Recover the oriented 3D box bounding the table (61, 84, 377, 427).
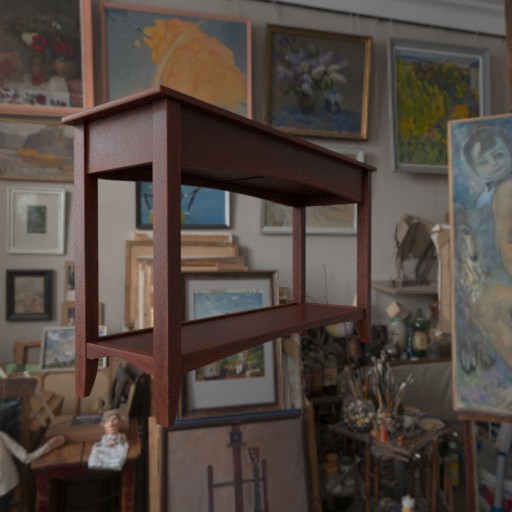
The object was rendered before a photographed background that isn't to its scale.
[{"bbox_3d":[0.000,0.000,1.528,0.392,0.739,1.188,1,1,37],"label":"table"}]
